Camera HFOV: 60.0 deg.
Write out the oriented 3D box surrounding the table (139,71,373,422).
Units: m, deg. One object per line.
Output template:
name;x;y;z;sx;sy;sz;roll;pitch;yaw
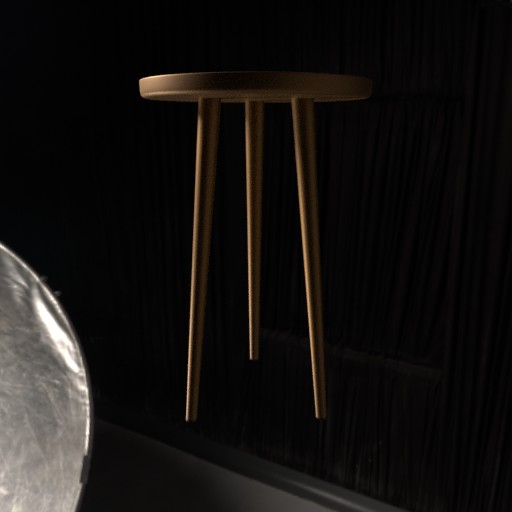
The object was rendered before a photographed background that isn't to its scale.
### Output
table;0.000;0.000;0.657;0.299;0.480;0.299;8;19;24
